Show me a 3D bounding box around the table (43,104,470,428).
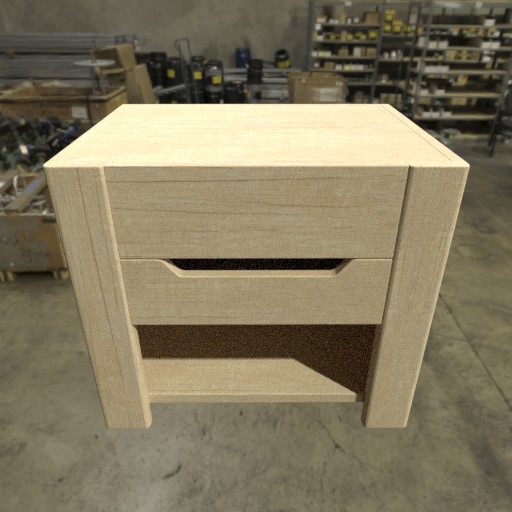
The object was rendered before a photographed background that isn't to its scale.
[{"bbox_3d":[0.000,0.000,0.892,0.570,0.510,0.420,0,30,0],"label":"table"}]
